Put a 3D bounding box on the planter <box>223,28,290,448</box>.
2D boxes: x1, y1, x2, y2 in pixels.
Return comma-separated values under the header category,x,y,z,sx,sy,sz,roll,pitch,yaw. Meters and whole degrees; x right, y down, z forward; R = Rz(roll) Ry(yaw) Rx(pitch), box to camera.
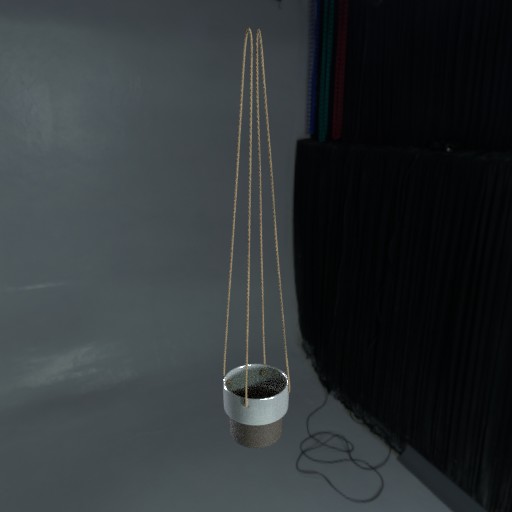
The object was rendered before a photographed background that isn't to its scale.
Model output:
category,x,y,z,sx,sy,sz,roll,pitch,yaw
planter,0.000,0.000,1.155,0.187,1.073,0.187,-9,18,-28
